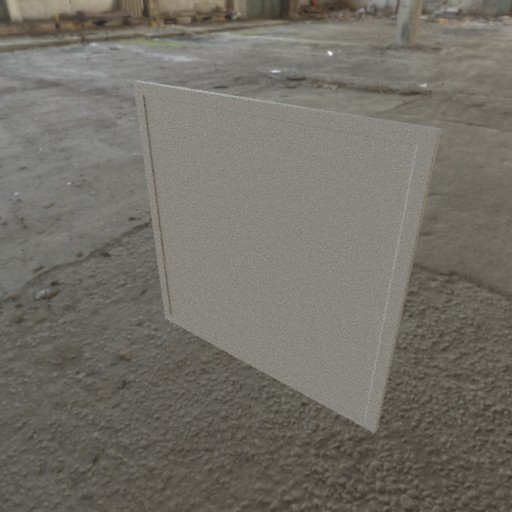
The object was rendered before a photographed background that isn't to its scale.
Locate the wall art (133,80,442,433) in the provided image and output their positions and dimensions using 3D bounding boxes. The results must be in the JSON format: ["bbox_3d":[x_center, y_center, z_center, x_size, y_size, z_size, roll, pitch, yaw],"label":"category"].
[{"bbox_3d":[0.000,0.000,0.975,0.660,0.660,0.015,21,37,31],"label":"wall art"}]
